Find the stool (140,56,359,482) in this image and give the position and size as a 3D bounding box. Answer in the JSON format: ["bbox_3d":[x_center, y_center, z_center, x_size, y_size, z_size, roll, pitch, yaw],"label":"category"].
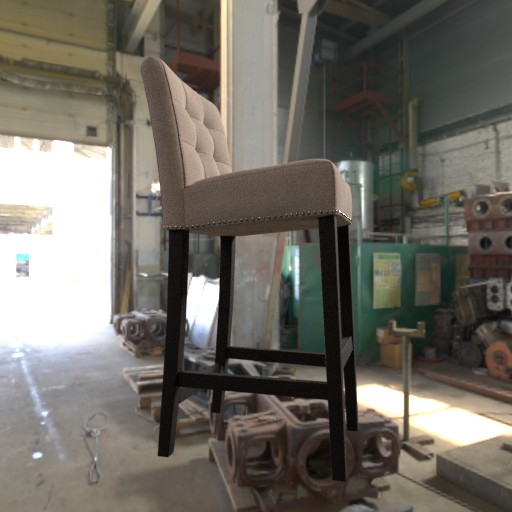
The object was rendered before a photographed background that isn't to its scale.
[{"bbox_3d":[0.000,0.000,1.272,0.548,1.047,0.411,0,0,18],"label":"stool"}]
